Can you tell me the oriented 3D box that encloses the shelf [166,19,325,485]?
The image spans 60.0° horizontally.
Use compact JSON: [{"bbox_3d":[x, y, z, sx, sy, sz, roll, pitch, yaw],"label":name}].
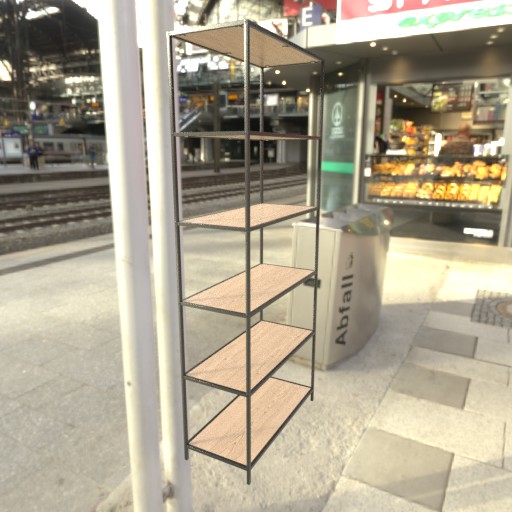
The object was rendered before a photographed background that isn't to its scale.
[{"bbox_3d":[0.000,0.000,2.125,0.350,1.850,0.770,7,15,27],"label":"shelf"}]
